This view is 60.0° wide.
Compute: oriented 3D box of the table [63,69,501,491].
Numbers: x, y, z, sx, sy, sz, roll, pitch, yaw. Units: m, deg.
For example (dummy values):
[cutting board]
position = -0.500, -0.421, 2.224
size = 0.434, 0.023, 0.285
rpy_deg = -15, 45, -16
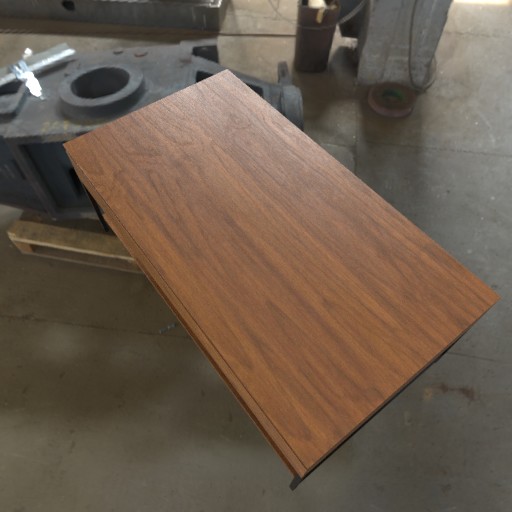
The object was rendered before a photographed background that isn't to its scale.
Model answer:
[table]
position = 0.000, 0.000, 1.299
size = 0.574, 0.414, 1.057
rpy_deg = -33, 63, -19
